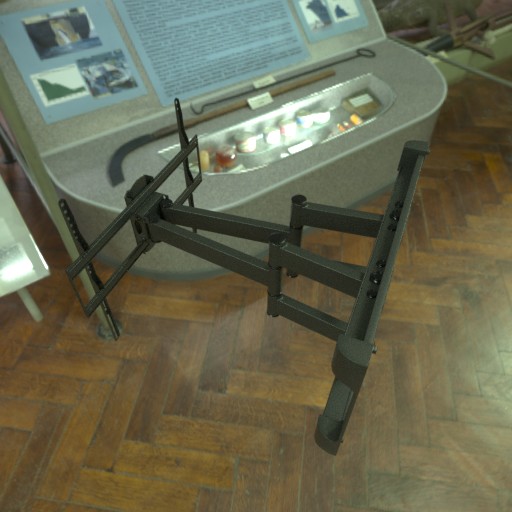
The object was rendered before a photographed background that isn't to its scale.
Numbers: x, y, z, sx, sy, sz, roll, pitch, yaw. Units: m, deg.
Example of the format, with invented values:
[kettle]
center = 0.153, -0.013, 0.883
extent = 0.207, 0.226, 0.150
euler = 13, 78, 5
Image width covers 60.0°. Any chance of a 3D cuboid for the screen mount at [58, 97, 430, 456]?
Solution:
[screen mount]
center = 0.000, 0.000, 0.945
extent = 0.556, 0.424, 0.571
euler = 17, 49, 15
